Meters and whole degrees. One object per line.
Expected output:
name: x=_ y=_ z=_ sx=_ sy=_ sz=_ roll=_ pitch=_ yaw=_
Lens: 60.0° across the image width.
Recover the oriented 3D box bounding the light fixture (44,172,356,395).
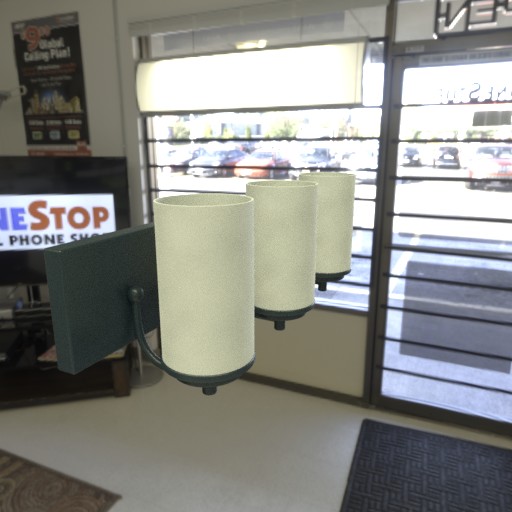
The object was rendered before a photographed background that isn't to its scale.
light fixture: x=0.000 y=0.000 z=0.521 sx=0.145 sy=0.172 sz=0.451 roll=7 pitch=16 yaw=26
